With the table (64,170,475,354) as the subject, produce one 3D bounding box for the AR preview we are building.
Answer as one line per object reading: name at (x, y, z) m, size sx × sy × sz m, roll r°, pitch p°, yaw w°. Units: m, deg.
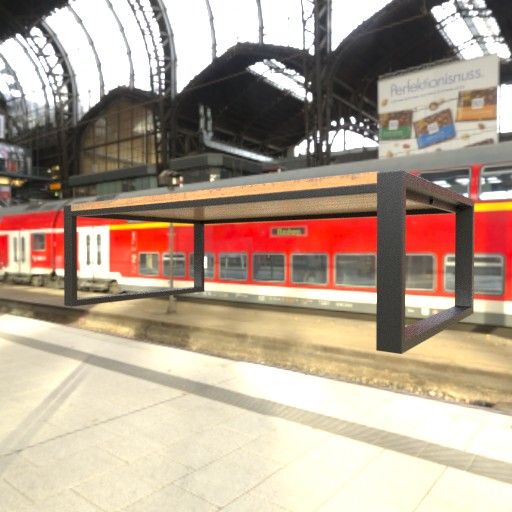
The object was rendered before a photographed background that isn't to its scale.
table at (0.000, 0.000, 1.660) m, size 1.350 × 0.400 × 0.750 m, roll 1°, pitch 1°, yaw 37°
